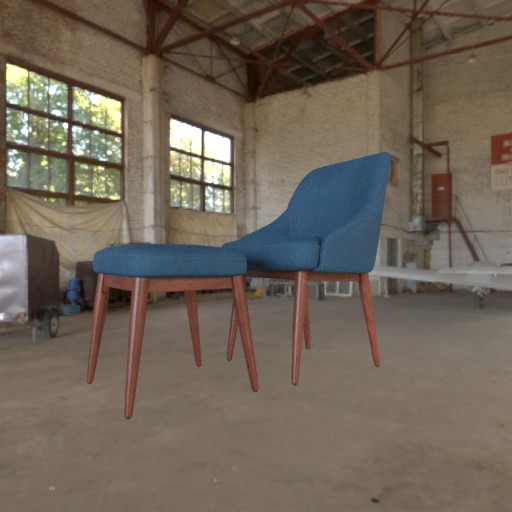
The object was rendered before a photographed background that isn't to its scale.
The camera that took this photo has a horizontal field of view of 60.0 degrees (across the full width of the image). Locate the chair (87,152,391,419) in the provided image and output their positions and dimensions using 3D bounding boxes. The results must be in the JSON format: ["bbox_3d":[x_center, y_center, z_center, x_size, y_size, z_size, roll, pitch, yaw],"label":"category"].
[{"bbox_3d":[0.000,0.000,1.649,1.114,0.866,0.584,0,0,-35],"label":"chair"}]
